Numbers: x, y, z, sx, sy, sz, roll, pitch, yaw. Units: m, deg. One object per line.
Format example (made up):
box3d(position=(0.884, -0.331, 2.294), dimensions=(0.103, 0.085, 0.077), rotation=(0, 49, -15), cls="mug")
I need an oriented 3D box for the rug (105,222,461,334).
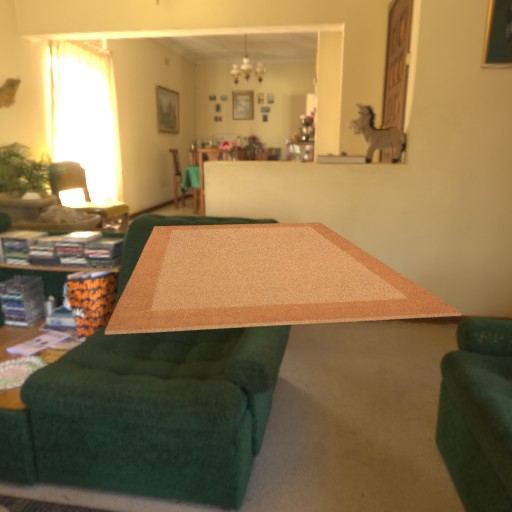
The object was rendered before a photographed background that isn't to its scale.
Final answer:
box3d(position=(0.000, 0.000, 2.362), dimensions=(1.219, 0.014, 1.829), rotation=(-2, 15, -7), cls="rug")
